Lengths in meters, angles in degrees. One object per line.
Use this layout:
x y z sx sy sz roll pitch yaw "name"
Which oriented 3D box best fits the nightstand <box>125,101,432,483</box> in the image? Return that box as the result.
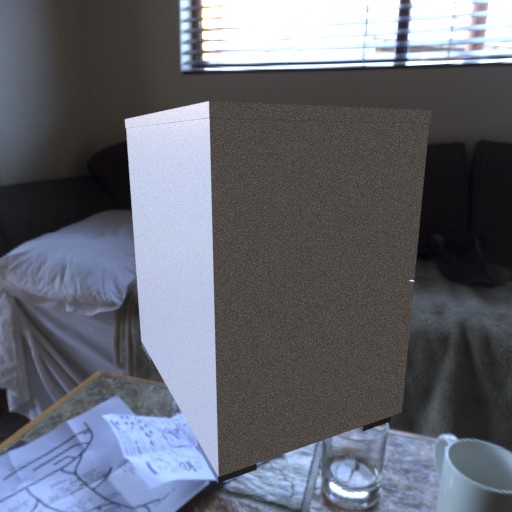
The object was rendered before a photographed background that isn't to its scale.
0.000 0.000 0.762 0.325 0.460 0.441 -7 16 -26 "nightstand"
